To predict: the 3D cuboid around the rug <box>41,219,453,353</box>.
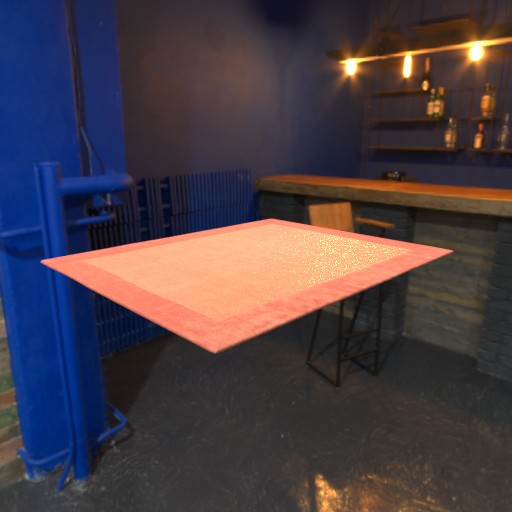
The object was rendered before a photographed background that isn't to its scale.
[{"bbox_3d":[0.000,0.000,4.086,2.976,0.018,2.430,-14,21,-43],"label":"rug"}]
